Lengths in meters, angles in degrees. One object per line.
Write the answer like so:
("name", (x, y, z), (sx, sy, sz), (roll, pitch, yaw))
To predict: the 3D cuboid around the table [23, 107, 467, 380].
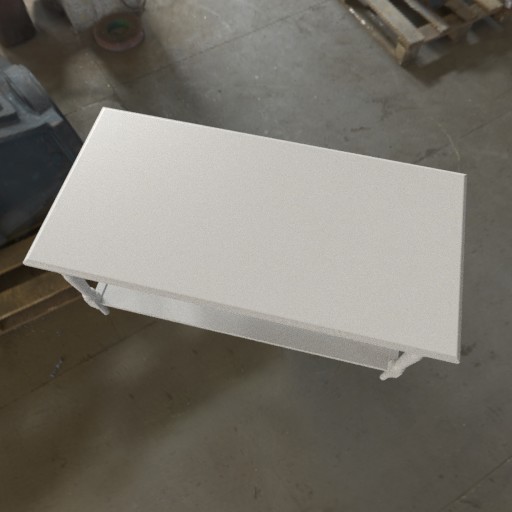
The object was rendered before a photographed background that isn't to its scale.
("table", (0.000, 0.000, 1.428), (1.109, 0.506, 0.551), (12, 65, 6))
